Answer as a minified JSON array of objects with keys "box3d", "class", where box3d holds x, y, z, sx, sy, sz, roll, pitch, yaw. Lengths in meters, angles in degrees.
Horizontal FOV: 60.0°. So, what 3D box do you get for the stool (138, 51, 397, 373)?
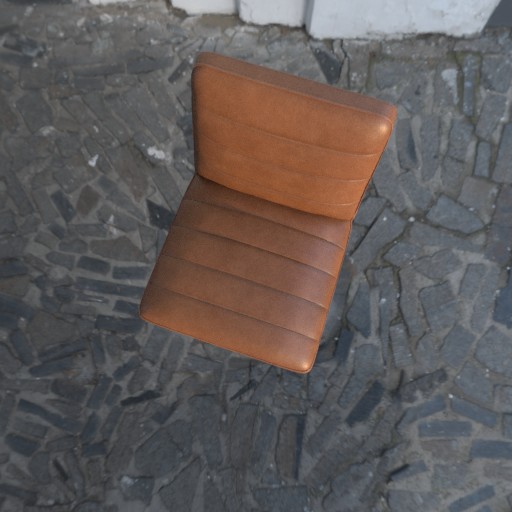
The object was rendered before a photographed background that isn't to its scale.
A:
[{"box3d":[0.000,0.000,1.274,0.458,0.940,0.556,18,76,5],"class":"stool"}]
